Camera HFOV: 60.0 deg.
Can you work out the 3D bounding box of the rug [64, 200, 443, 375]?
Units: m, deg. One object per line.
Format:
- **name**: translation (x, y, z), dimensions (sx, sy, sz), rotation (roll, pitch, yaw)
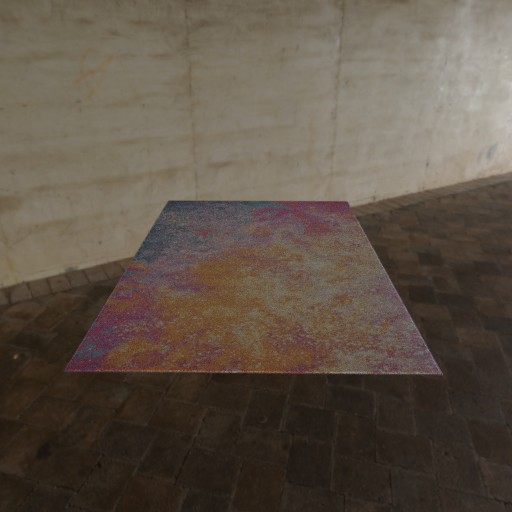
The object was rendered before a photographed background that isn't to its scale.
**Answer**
- **rug**: translation (0.000, 0.000, 3.645), dimensions (2.007, 0.013, 2.896), rotation (0, 25, 1)
